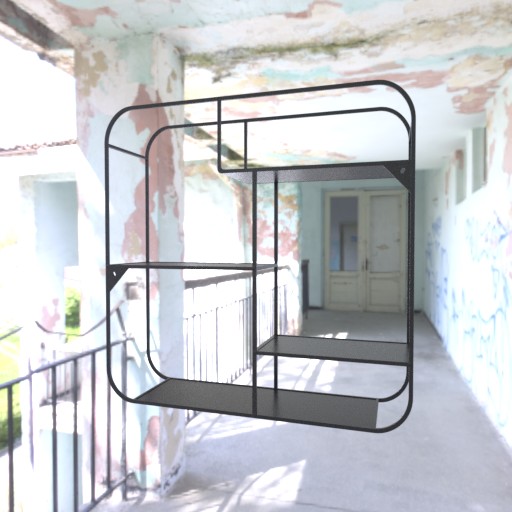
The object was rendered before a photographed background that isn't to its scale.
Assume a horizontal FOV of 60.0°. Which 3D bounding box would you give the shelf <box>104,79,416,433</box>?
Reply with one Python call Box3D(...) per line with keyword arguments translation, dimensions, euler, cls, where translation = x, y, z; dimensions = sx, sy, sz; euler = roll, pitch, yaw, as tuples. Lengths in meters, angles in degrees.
Box3D(translation=(0.000, 0.000, 0.900), dimensions=(0.600, 0.600, 0.160), euler=(1, 2, 17), cls="shelf")
